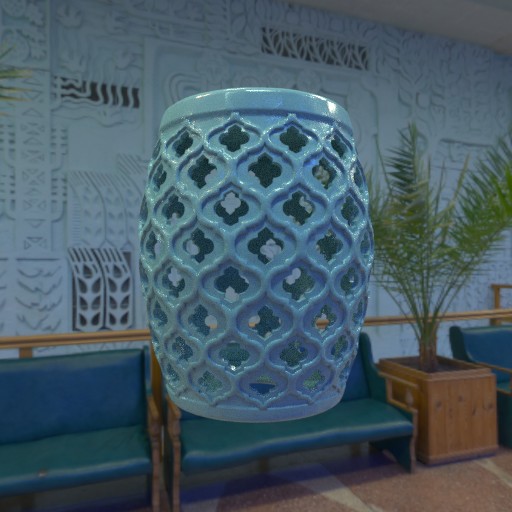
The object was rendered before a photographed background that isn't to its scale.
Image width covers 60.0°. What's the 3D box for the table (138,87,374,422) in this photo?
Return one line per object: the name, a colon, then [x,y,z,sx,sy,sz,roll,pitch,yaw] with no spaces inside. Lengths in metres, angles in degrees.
table: [0.000,0.000,0.632,0.325,0.388,0.325,0,0,0]
